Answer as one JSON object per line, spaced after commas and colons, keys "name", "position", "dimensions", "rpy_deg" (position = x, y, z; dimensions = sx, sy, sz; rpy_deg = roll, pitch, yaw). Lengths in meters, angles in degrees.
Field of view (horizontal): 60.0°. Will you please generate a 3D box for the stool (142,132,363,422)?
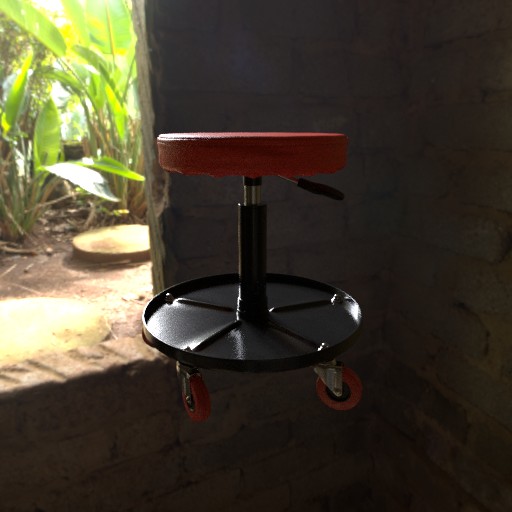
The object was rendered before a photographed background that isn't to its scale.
{"name": "stool", "position": [0.000, 0.000, 0.687], "dimensions": [0.382, 0.365, 0.381], "rpy_deg": [9, 18, 27]}
